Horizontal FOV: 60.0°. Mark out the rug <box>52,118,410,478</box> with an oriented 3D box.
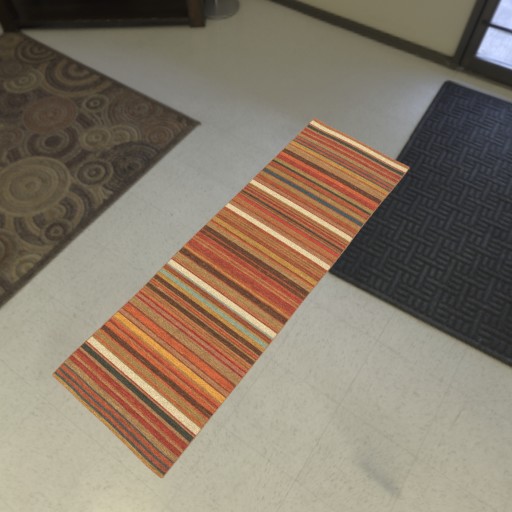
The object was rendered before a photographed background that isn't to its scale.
[{"bbox_3d":[0.000,0.000,2.669,0.799,0.030,2.444,33,64,19],"label":"rug"}]
